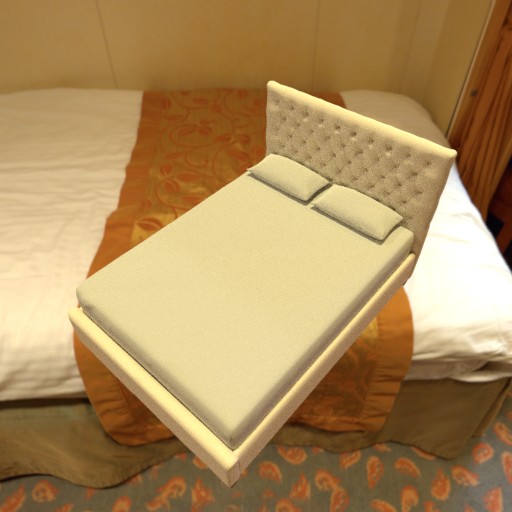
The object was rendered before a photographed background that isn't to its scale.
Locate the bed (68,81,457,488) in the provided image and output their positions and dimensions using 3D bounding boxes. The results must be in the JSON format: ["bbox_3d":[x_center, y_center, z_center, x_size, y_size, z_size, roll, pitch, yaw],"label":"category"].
[{"bbox_3d":[0.000,0.000,3.338,1.698,1.427,2.387,32,54,27],"label":"bed"}]
